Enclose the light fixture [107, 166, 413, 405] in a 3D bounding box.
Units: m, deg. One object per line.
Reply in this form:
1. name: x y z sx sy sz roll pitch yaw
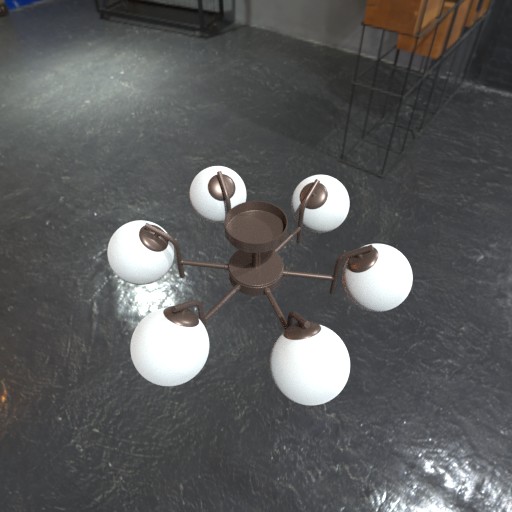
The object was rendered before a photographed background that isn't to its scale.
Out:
1. light fixture: 0.000 0.000 0.947 0.662 0.201 0.662 0 47 0
